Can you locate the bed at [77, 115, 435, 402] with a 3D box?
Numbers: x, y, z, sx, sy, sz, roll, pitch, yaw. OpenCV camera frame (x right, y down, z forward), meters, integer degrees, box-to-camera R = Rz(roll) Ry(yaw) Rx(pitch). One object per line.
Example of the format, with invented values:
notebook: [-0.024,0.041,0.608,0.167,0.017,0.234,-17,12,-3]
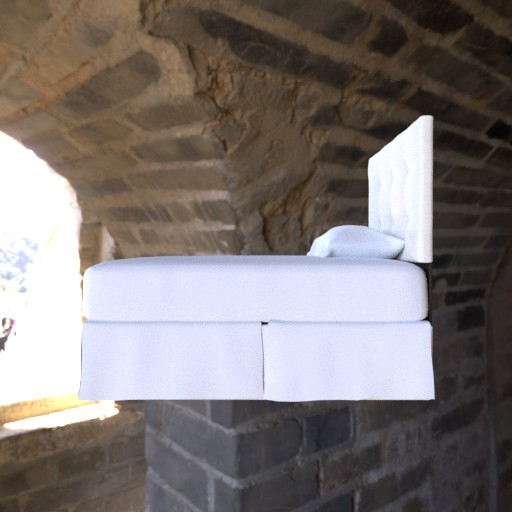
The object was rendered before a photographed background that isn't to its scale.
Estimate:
bed: [0.000,0.000,3.010,1.997,1.571,1.261,0,1,0]
